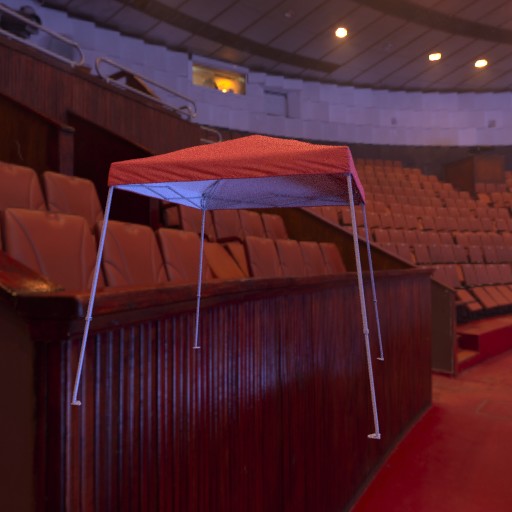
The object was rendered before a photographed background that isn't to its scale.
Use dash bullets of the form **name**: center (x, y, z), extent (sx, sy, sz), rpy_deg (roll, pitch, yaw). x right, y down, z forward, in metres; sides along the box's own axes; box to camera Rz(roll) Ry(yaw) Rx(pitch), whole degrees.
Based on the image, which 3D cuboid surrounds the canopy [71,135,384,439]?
- **canopy**: center (0.000, 0.000, 6.581), extent (3.600, 3.600, 3.599), rpy_deg (0, 0, 17)
